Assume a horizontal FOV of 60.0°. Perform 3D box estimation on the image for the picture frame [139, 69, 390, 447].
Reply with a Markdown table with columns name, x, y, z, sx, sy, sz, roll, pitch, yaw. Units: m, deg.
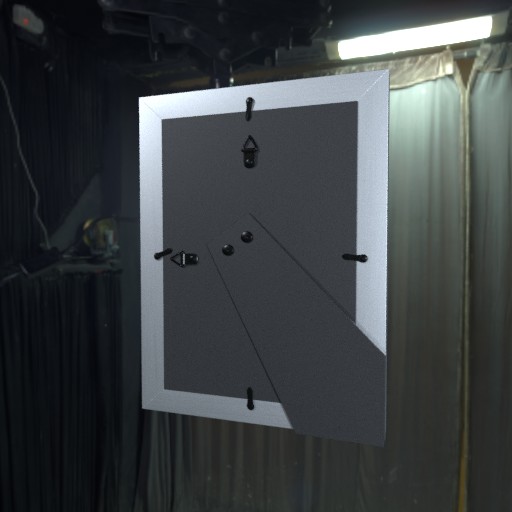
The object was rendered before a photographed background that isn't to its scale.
| name | x | y | z | sx | sy | sz | roll | pitch | yaw |
| --- | --- | --- | --- | --- | --- | --- | --- | --- | --- |
| picture frame | 0.000 | 0.000 | 0.277 | 0.157 | 0.208 | 0.028 | 1 | 2 | 18 |
